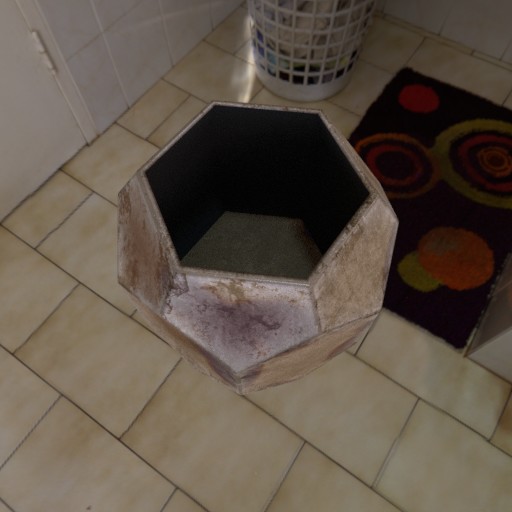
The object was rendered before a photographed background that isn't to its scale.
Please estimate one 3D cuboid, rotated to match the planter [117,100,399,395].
[{"bbox_3d":[0.000,0.000,0.424,0.243,0.238,0.221,34,69,15],"label":"planter"}]
